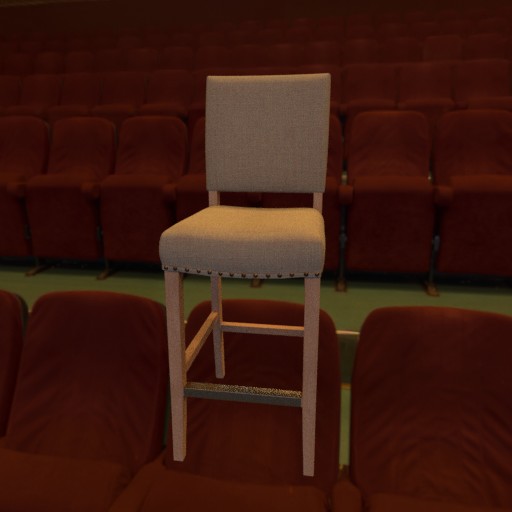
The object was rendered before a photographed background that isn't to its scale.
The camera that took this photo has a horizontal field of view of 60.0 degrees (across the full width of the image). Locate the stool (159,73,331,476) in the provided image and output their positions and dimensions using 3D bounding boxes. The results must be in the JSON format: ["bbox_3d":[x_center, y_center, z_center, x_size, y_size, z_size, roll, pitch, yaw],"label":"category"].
[{"bbox_3d":[0.000,0.000,1.450,0.445,1.173,0.585,2,15,9],"label":"stool"}]
